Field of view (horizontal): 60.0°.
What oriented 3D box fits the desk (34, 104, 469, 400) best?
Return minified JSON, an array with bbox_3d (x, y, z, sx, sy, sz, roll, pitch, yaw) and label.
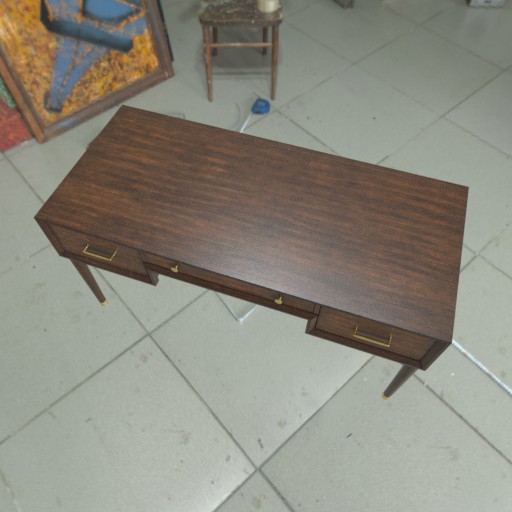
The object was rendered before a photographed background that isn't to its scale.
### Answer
[{"bbox_3d":[0.000,0.000,2.067,1.575,0.762,0.724,16,58,10],"label":"desk"}]
